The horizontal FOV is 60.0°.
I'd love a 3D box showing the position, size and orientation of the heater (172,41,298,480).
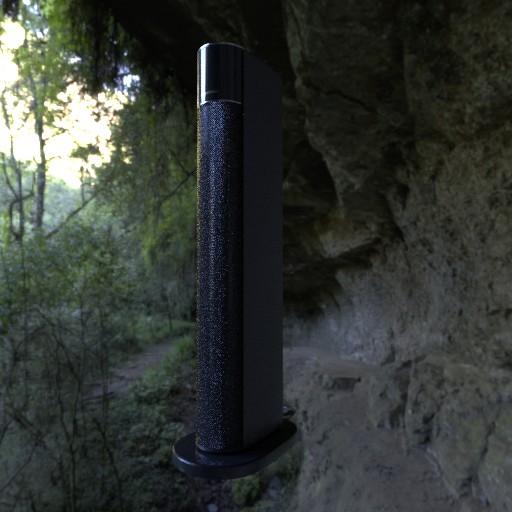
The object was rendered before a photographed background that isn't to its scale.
[{"bbox_3d":[0.000,0.000,1.043,0.214,0.856,0.458,-1,-2,35],"label":"heater"}]
